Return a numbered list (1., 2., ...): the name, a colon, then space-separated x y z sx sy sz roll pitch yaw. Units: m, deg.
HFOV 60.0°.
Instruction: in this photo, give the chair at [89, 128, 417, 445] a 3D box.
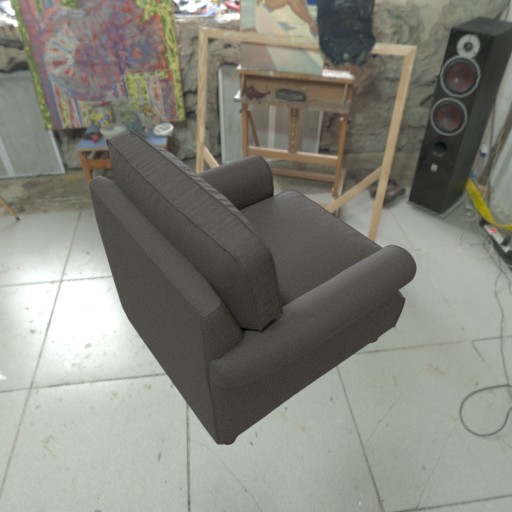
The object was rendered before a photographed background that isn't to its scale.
1. chair: 0.000 0.000 1.795 0.966 0.967 1.029 -26 48 -27
